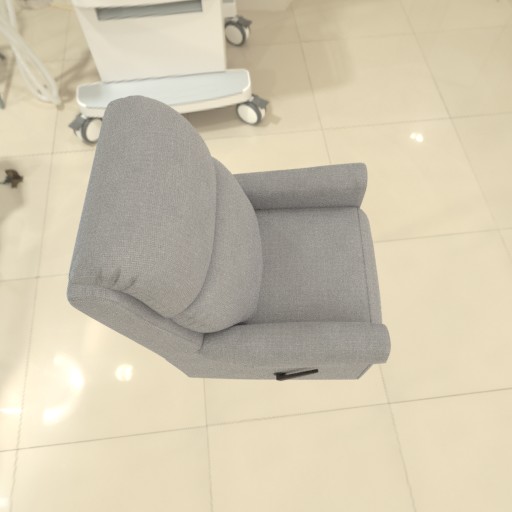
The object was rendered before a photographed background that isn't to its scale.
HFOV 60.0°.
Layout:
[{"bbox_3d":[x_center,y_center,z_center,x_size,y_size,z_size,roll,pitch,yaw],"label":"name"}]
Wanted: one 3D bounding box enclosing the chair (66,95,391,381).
[{"bbox_3d":[0.000,0.000,1.726,1.014,1.054,0.838,0,63,0],"label":"chair"}]
